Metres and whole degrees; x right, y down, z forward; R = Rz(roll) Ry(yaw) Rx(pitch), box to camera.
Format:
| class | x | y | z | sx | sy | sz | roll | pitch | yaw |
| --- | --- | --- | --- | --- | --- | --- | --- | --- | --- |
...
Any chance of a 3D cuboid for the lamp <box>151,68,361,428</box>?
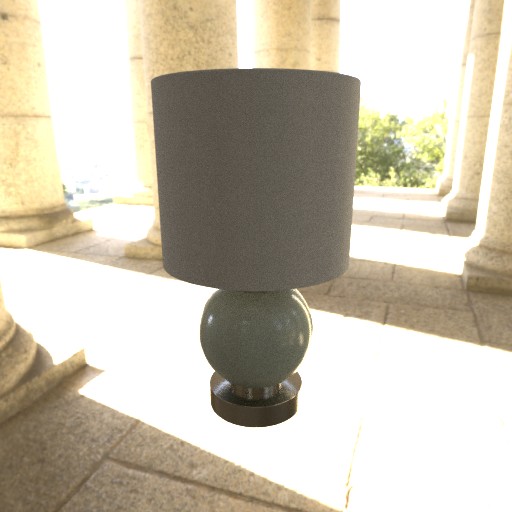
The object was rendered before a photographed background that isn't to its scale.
| class | x | y | z | sx | sy | sz | roll | pitch | yaw |
| --- | --- | --- | --- | --- | --- | --- | --- | --- | --- |
| lamp | 0.000 | 0.000 | 0.480 | 0.201 | 0.353 | 0.201 | -3 | 16 | -9 |
